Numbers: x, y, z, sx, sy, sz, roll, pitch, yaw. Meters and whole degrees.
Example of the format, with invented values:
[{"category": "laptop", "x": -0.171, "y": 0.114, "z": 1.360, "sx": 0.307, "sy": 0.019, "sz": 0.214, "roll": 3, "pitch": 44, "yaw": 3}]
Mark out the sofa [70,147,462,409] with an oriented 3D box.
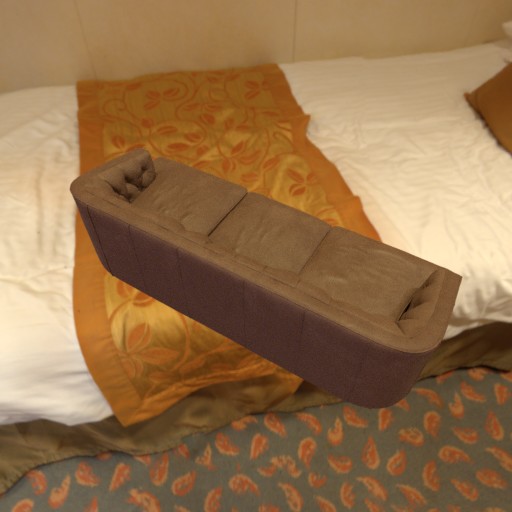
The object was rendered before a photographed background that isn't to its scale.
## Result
[{"category": "sofa", "x": 0.000, "y": 0.000, "z": 2.712, "sx": 2.227, "sy": 0.787, "sz": 0.927, "roll": 24, "pitch": 53, "yaw": 20}]
